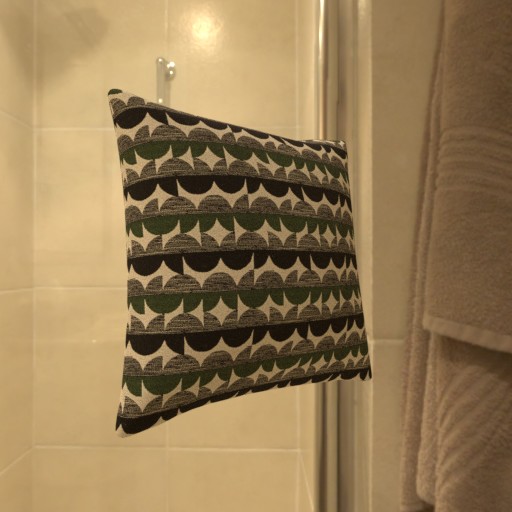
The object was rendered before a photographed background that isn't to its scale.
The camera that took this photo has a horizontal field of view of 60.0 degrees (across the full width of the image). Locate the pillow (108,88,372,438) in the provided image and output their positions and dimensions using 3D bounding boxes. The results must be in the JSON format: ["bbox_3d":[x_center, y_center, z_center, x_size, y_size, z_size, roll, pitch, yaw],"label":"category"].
[{"bbox_3d":[0.000,0.000,0.630,0.419,0.404,0.180,0,-1,-36],"label":"pillow"}]
